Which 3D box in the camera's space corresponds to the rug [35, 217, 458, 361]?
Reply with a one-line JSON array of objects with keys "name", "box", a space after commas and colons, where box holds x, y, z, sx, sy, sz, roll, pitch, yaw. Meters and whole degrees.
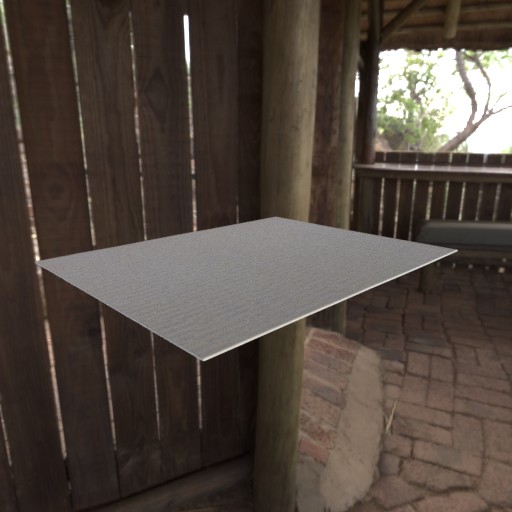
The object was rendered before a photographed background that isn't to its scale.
[{"name": "rug", "box": [0.000, 0.000, 4.060, 3.055, 0.021, 2.410, -15, 21, -42]}]
